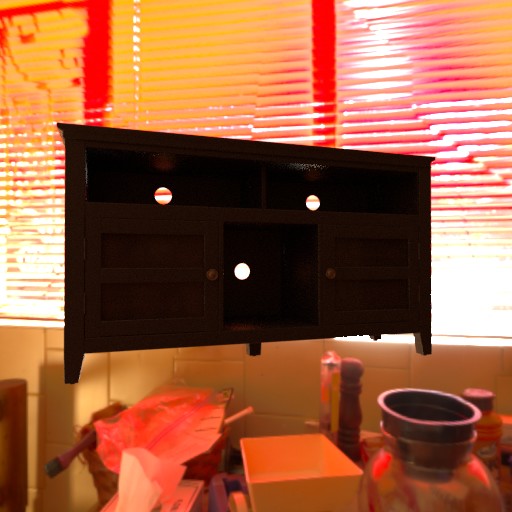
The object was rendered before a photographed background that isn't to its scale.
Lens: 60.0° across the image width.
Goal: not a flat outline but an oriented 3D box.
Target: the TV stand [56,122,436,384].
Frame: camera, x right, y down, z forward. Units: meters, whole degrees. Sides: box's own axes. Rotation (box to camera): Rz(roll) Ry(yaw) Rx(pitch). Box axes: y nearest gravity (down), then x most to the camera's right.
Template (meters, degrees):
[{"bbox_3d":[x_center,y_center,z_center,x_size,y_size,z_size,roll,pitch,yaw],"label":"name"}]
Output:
[{"bbox_3d":[0.000,0.000,1.487,1.198,0.681,0.347,0,-1,-18],"label":"TV stand"}]
